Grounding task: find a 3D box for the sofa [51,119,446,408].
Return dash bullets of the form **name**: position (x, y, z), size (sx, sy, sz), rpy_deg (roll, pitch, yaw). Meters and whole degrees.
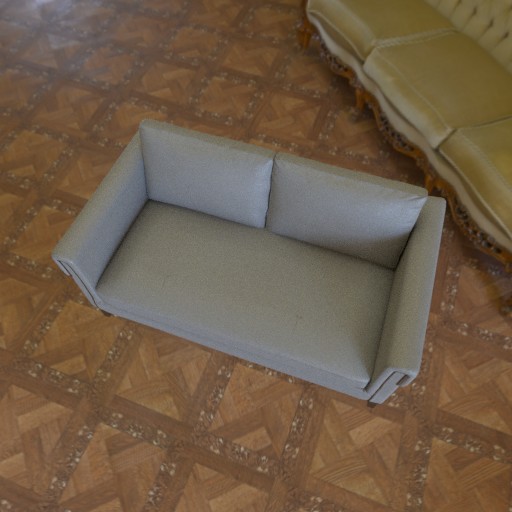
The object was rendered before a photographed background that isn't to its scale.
- **sofa**: position (0.000, 0.000, 2.188), size (1.598, 0.873, 0.899), rpy_deg (17, 59, 10)
